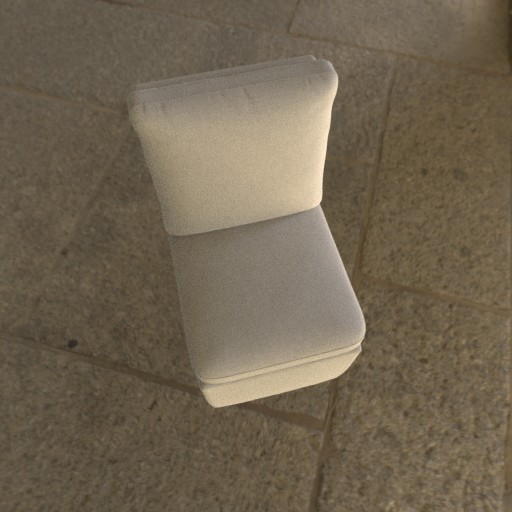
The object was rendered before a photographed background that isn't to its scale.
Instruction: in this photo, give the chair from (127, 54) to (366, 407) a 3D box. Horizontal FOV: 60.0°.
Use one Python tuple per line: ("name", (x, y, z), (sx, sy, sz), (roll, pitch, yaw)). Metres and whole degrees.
("chair", (0.000, 0.000, 1.321), (0.503, 0.927, 0.698), (-12, 64, -6))
